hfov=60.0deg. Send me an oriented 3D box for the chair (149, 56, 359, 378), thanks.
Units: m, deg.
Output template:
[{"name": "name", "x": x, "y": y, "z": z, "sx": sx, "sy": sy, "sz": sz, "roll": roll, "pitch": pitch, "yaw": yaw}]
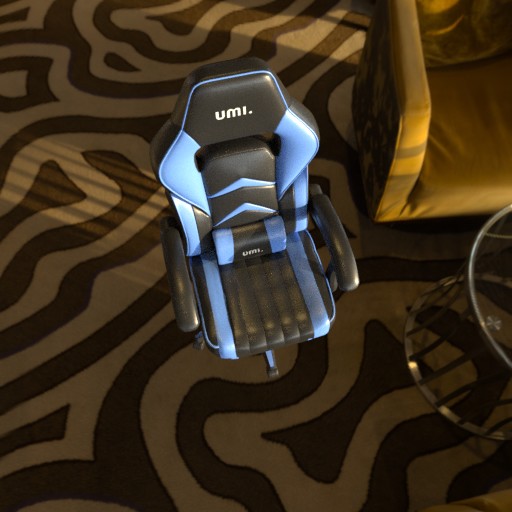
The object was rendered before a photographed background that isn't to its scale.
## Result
[{"name": "chair", "x": 0.000, "y": 0.000, "z": 1.707, "sx": 0.700, "sy": 1.280, "sz": 0.700, "roll": -13, "pitch": 65, "yaw": -6}]
